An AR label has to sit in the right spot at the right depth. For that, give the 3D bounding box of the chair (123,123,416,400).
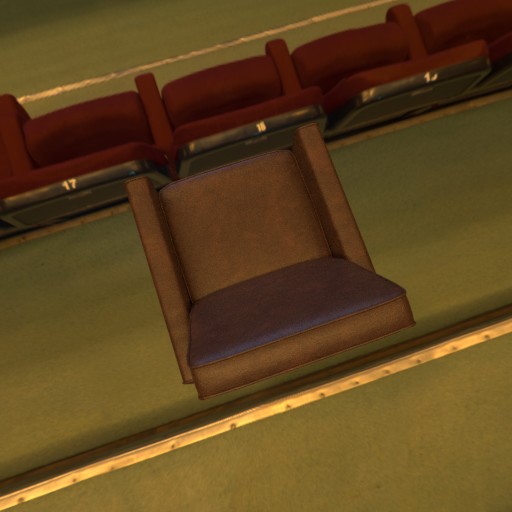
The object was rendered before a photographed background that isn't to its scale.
[{"bbox_3d":[0.000,0.000,1.502,0.705,1.013,0.746,-18,77,-4],"label":"chair"}]
